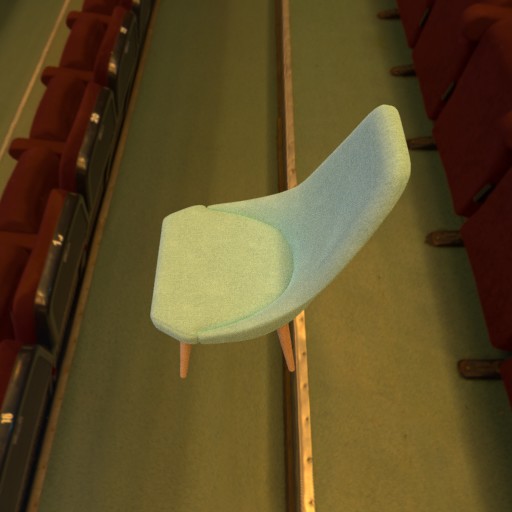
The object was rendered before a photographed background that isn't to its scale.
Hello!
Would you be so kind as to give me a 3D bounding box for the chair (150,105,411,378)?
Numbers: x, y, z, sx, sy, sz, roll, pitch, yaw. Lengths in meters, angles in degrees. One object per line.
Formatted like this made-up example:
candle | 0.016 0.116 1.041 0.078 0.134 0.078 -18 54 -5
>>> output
chair | 0.000 0.000 1.418 0.660 1.040 0.510 0 59 0
